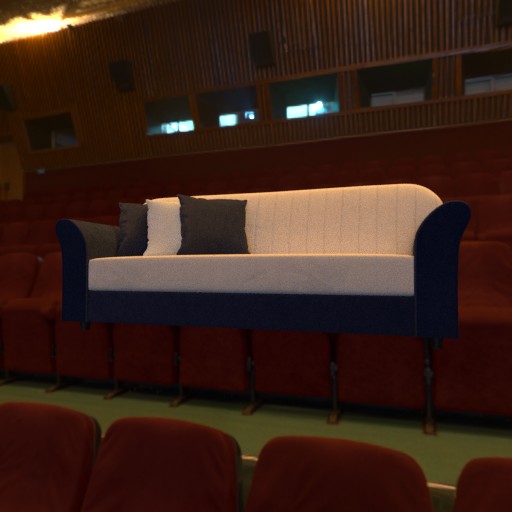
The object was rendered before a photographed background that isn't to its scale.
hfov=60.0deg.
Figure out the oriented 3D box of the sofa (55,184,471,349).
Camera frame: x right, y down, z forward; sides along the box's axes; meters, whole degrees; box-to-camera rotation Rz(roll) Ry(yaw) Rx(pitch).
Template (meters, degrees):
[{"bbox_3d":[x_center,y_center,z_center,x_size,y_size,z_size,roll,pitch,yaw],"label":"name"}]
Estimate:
[{"bbox_3d":[0.000,0.000,2.375,2.006,0.789,0.749,-1,-2,19],"label":"sofa"}]
